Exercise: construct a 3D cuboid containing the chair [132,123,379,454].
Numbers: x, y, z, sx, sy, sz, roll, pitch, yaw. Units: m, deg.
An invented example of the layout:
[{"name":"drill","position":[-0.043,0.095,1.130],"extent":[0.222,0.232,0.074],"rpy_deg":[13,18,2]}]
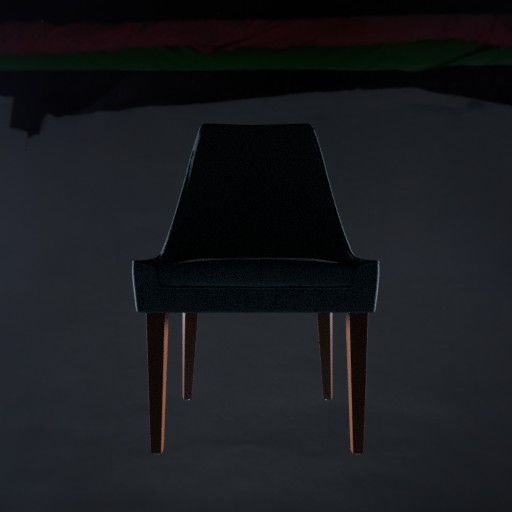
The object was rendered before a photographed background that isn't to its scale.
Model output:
[{"name":"chair","position":[0.000,0.000,1.194],"extent":[0.529,0.861,0.544],"rpy_deg":[0,-1,0]}]
